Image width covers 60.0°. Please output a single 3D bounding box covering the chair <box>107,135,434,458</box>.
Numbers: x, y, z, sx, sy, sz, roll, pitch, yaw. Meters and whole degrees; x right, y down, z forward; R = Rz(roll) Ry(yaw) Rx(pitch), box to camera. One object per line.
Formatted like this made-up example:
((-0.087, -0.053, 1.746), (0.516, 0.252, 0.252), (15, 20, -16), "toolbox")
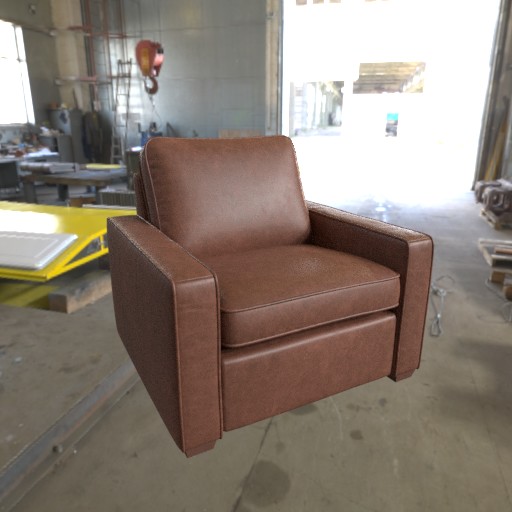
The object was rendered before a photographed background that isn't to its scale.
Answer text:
((0.000, 0.000, 1.785), (1.017, 0.919, 0.940), (-9, 20, -27), "chair")
